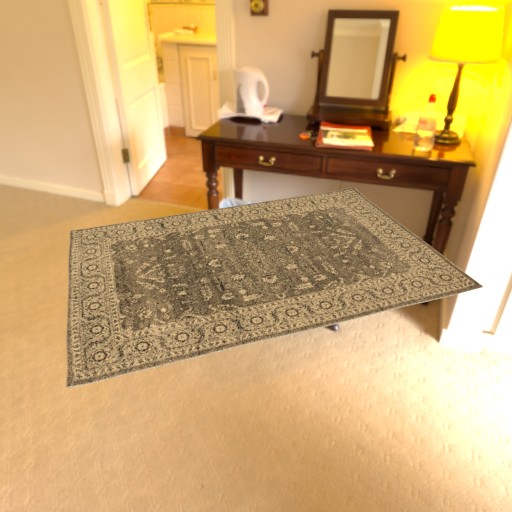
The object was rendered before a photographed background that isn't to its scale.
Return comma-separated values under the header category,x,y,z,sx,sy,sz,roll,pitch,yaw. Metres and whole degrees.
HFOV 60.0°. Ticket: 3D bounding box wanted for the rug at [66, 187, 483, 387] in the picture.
category,x,y,z,sx,sy,sz,roll,pitch,yaw
rug,0.000,0.000,2.280,1.828,0.019,1.209,-10,34,-16
